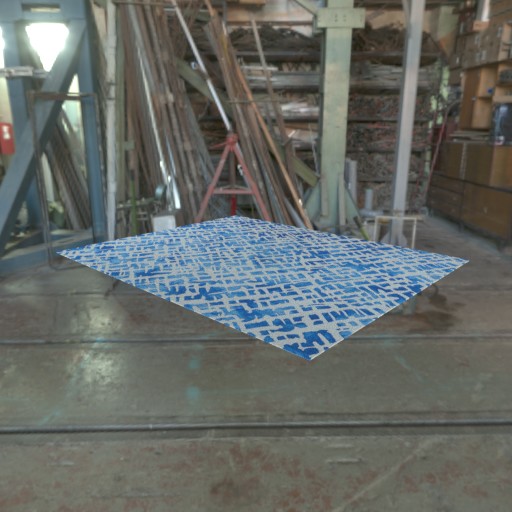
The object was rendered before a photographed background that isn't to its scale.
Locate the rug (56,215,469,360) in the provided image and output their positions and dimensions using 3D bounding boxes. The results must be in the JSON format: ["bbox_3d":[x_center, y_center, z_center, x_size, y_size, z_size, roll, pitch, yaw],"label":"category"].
[{"bbox_3d":[0.000,0.000,4.126,3.007,0.007,2.435,15,22,41],"label":"rug"}]
